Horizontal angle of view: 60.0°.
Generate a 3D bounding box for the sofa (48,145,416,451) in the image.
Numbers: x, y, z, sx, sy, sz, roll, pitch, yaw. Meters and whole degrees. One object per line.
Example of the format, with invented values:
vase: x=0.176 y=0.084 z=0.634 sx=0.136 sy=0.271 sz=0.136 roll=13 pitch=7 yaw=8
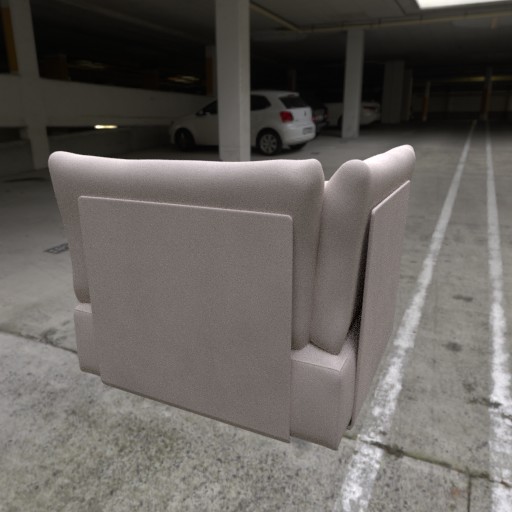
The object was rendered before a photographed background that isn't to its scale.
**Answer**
sofa: x=0.000 y=0.000 z=1.710 sx=1.000 sy=0.820 sz=1.000 roll=8 pitch=18 yaw=24
